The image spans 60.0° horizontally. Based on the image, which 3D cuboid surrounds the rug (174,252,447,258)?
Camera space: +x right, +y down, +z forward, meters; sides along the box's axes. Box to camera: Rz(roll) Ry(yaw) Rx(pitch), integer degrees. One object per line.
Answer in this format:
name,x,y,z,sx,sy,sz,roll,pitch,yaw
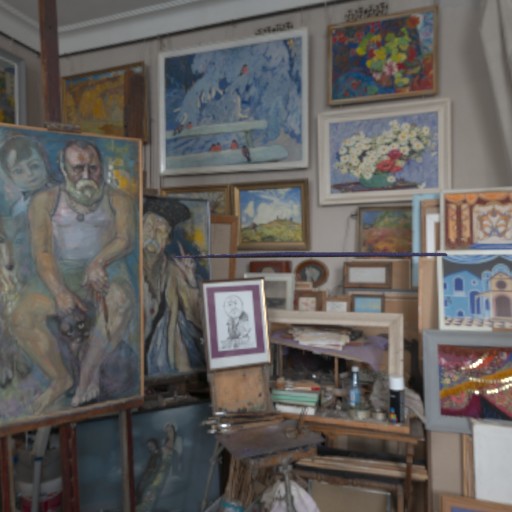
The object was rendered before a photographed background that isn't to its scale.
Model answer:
rug,0.000,0.000,2.461,0.602,0.016,2.283,0,0,-18
